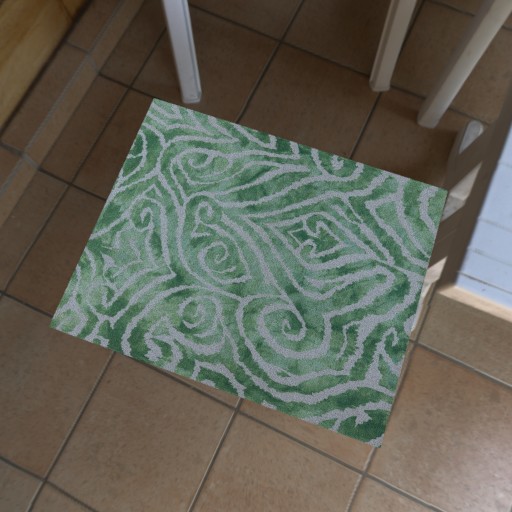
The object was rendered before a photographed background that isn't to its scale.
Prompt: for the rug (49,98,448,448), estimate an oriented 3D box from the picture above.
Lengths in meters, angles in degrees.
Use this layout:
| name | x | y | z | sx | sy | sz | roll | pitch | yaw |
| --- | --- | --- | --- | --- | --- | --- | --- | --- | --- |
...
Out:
| name | x | y | z | sx | sy | sz | roll | pitch | yaw |
| --- | --- | --- | --- | --- | --- | --- | --- | --- | --- |
| rug | 0.000 | 0.000 | 4.094 | 3.045 | 0.007 | 2.436 | 19 | 77 | 5 |
